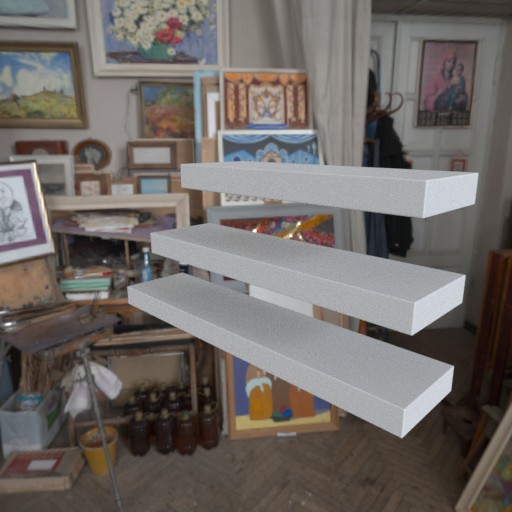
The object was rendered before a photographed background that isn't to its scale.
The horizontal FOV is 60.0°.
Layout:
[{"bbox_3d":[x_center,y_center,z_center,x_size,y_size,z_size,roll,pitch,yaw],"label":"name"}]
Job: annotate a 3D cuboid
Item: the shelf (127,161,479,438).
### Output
[{"bbox_3d":[0.000,0.000,0.725,0.610,0.293,0.140,14,20,43],"label":"shelf"}]
